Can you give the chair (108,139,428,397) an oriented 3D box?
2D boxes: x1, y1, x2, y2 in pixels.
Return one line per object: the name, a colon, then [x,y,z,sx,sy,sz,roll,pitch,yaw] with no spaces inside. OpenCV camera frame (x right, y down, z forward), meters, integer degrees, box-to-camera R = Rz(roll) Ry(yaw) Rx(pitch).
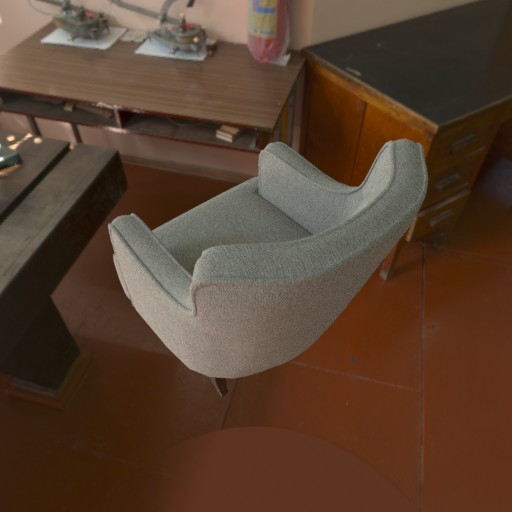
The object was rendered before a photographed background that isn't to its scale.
chair: [0.000,0.000,1.585,0.820,0.920,0.910,-33,55,-26]
